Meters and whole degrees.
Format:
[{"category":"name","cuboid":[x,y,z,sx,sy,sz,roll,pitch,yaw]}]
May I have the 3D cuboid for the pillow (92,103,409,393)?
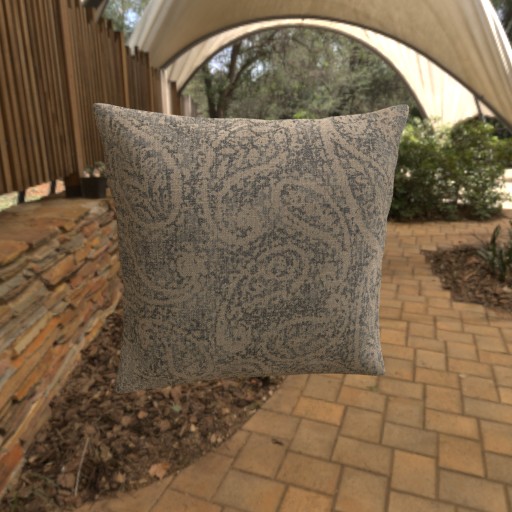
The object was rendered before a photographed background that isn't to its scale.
[{"category":"pillow","cuboid":[0.000,0.000,0.783,0.523,0.510,0.166,-2,16,-8]}]
